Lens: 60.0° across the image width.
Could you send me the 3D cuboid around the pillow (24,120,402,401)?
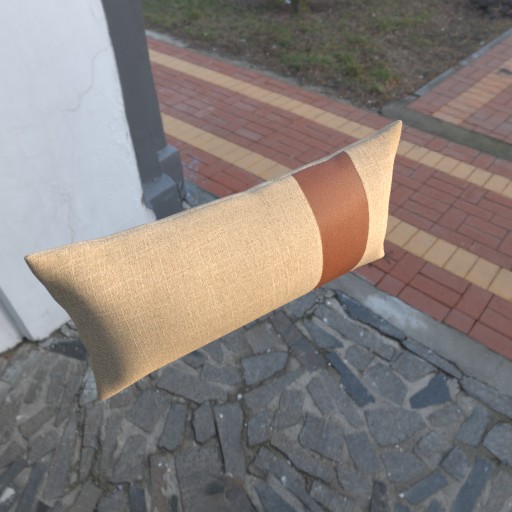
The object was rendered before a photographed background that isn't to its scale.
[{"bbox_3d":[0.000,0.000,0.719,0.612,0.282,0.155,-24,50,-22],"label":"pillow"}]
